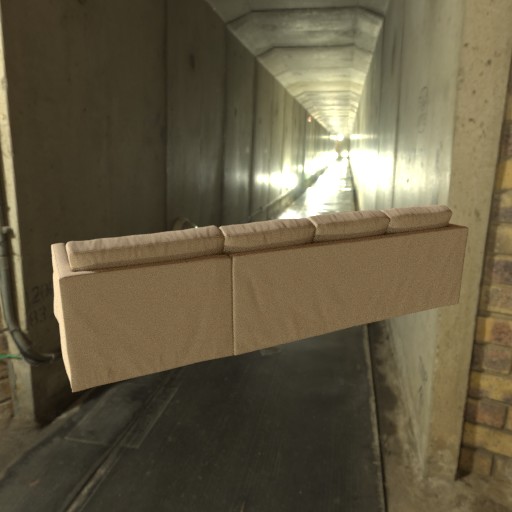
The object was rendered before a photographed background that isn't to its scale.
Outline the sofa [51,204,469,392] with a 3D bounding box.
[{"bbox_3d":[0.000,0.000,3.788,3.206,0.871,1.622,-7,17,-25],"label":"sofa"}]
